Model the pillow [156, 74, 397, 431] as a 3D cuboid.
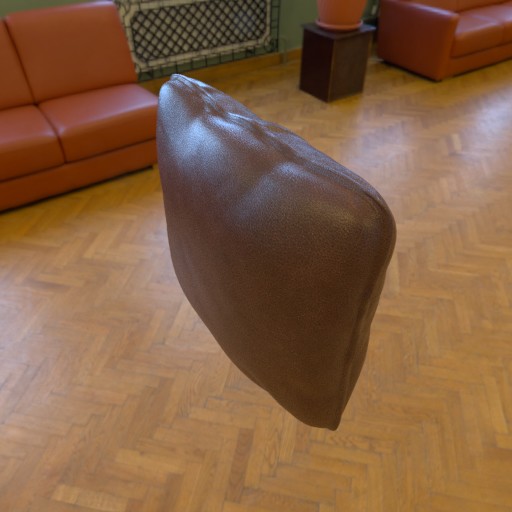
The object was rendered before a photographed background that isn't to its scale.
[{"bbox_3d":[0.000,0.000,0.801,0.236,0.523,0.532,-25,48,-26],"label":"pillow"}]
